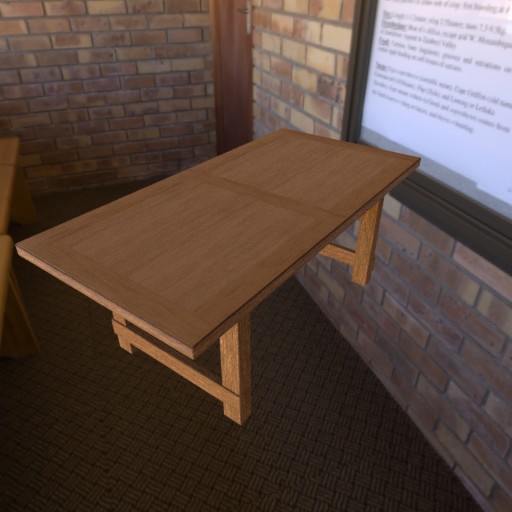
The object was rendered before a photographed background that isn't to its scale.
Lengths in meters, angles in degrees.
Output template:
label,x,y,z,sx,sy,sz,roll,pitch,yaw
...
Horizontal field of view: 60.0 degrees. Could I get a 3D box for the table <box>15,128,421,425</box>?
label,x,y,z,sx,sy,sz,roll,pitch,yaw
table,0.000,0.000,2.444,1.000,0.762,1.982,22,39,30
